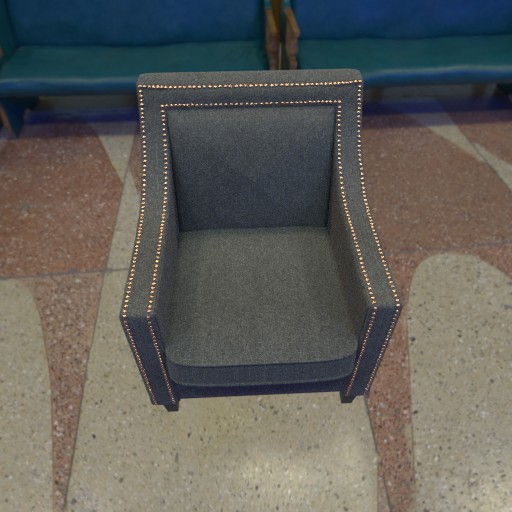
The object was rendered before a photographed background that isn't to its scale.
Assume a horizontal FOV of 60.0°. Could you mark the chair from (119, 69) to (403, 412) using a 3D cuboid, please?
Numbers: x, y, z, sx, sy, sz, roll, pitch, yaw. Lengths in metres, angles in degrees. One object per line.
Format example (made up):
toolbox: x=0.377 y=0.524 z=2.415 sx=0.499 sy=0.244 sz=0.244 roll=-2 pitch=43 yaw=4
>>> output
chair: x=0.000 y=0.000 z=1.574 sx=0.776 sy=0.967 sz=0.884 roll=-2 pitch=46 yaw=-2
